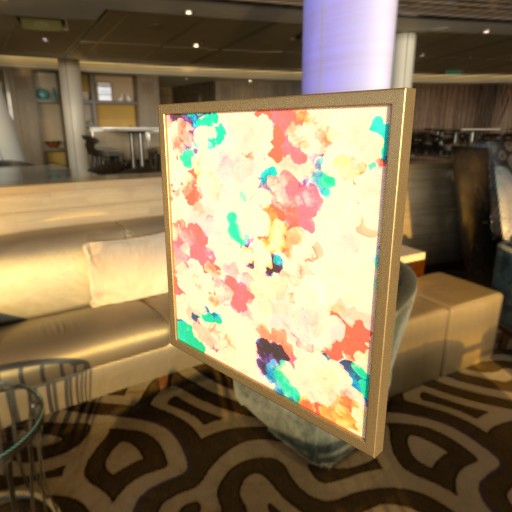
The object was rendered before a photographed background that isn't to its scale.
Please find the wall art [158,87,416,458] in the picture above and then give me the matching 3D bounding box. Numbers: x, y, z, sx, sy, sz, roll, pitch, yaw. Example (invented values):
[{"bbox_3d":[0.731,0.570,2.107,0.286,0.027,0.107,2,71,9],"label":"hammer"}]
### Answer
[{"bbox_3d":[0.000,0.000,1.141,0.767,0.765,0.036,15,22,43],"label":"wall art"}]
